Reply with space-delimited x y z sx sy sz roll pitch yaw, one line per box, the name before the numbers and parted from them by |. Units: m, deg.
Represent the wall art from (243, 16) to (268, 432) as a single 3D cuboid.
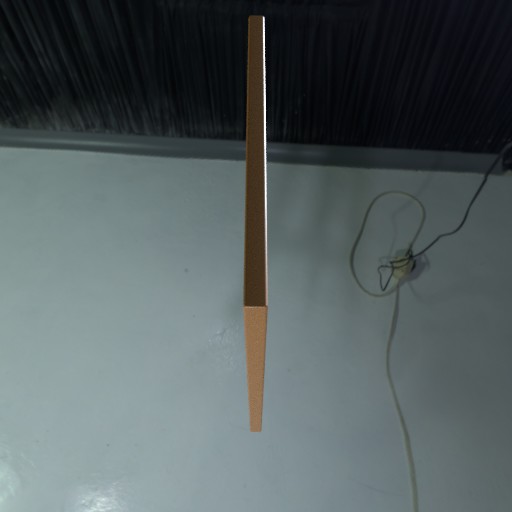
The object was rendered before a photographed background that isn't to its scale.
wall art | 0.000 0.000 0.505 0.015 0.379 0.310 0 58 0
